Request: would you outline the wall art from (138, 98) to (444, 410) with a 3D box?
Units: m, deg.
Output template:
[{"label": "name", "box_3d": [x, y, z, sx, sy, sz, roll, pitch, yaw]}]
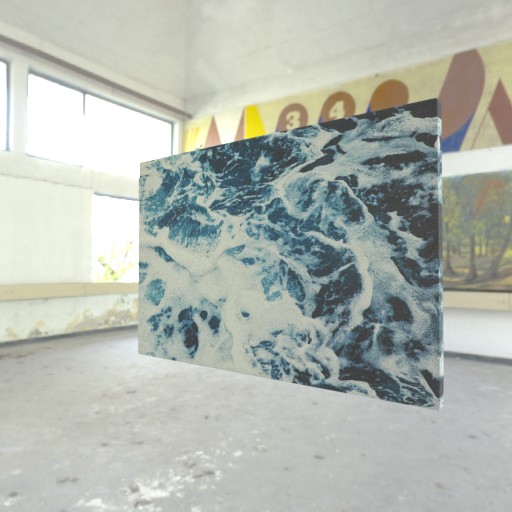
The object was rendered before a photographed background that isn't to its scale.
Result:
[{"label": "wall art", "box_3d": [0.000, 0.000, 1.917, 1.524, 1.017, 0.055, -1, -1, 37]}]
